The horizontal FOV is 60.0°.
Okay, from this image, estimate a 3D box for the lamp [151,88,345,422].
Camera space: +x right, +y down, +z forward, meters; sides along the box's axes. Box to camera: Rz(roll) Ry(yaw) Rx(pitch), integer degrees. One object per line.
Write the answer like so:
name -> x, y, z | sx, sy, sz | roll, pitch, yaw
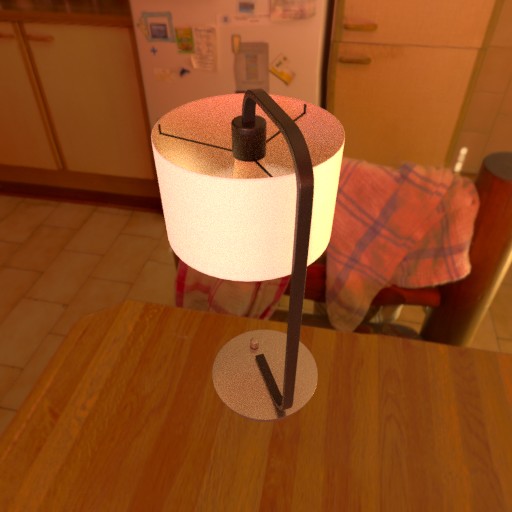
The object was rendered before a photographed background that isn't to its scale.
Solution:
lamp -> 0.000, 0.000, 0.629 | 0.230, 0.473, 0.288 | -13, 42, -14
